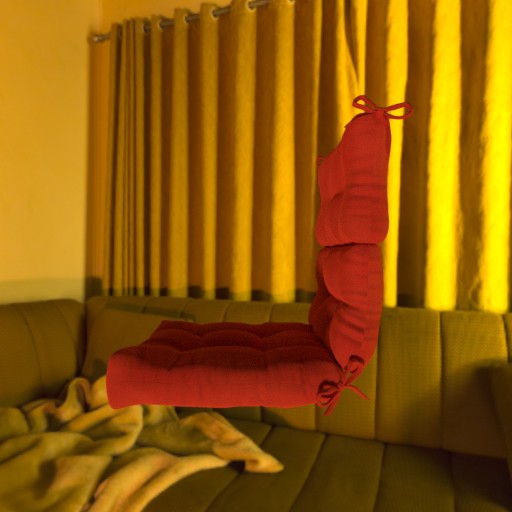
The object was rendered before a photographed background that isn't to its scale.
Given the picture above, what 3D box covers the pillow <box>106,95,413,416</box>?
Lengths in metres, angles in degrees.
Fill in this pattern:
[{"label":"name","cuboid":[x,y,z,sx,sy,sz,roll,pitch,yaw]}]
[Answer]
[{"label":"pillow","cuboid":[0.000,0.000,1.039,0.571,0.605,0.519,0,0,0]}]
